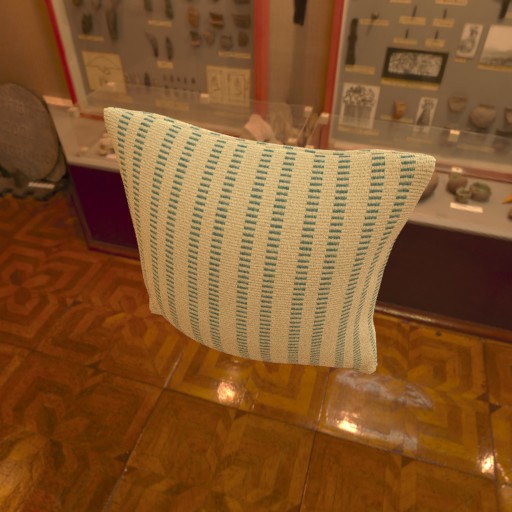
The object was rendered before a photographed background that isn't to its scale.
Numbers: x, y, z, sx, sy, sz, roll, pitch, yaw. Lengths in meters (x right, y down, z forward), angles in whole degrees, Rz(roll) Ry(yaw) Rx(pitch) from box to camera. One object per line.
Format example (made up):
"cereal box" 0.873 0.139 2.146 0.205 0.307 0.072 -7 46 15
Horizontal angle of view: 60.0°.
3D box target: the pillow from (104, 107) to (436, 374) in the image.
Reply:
"pillow" 0.000 0.000 0.685 0.438 0.419 0.247 13 43 14
